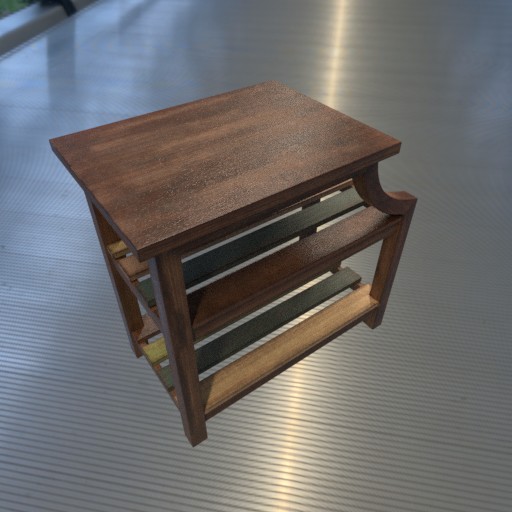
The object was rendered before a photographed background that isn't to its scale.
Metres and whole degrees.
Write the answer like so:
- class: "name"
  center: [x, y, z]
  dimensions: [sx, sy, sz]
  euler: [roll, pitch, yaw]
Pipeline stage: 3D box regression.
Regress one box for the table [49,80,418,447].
- class: "table"
  center: [0.000, 0.000, 0.967]
  dimensions: [0.609, 0.584, 0.356]
  euler: [-25, 47, -26]
